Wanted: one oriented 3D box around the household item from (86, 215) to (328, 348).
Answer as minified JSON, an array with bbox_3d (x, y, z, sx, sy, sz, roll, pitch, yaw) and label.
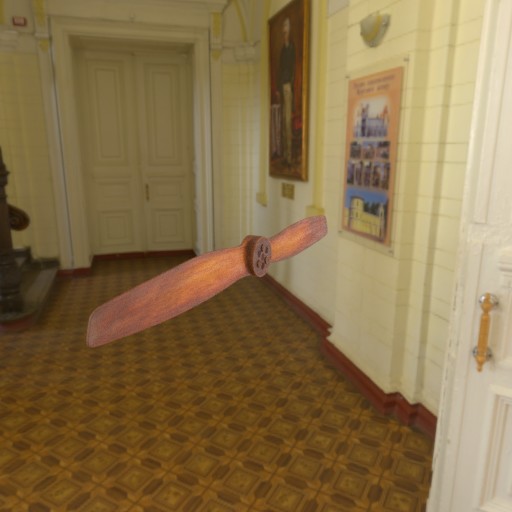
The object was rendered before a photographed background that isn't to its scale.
[{"bbox_3d":[0.000,0.000,1.240,0.051,0.121,1.181,7,16,27],"label":"household item"}]
